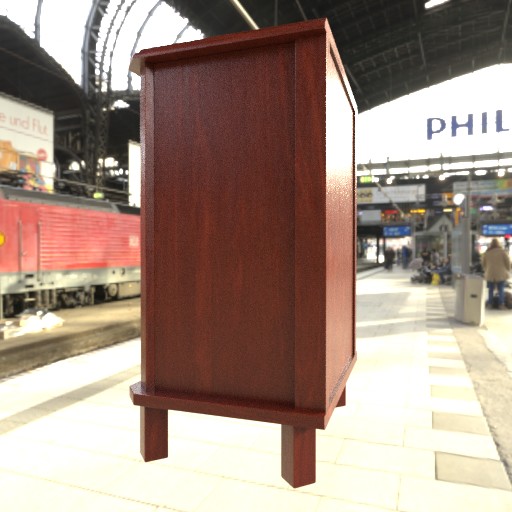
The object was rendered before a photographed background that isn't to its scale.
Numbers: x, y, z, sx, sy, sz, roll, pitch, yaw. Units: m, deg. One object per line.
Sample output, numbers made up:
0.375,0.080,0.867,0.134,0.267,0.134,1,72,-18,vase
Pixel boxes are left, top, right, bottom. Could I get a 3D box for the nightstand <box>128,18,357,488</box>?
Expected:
0.000,0.000,0.882,0.351,0.681,0.435,0,1,19,nightstand
